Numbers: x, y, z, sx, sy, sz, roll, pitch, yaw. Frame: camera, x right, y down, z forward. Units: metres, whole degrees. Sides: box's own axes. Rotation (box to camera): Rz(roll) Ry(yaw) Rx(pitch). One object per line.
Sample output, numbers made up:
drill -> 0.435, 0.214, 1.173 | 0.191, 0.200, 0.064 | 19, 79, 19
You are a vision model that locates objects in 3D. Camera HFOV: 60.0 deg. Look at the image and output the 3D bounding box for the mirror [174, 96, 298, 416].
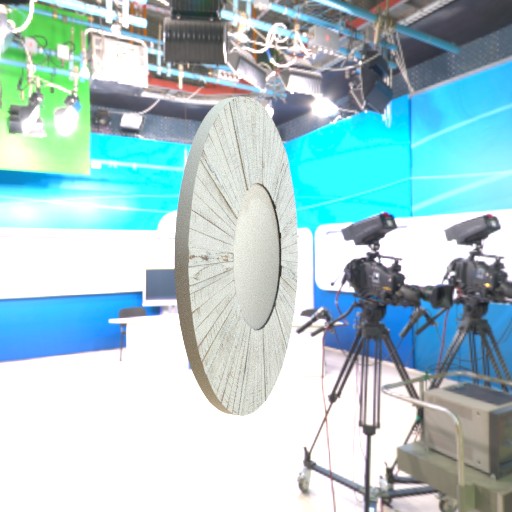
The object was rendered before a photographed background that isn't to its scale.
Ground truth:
mirror -> 0.000, 0.000, 1.343 | 0.038, 0.914, 0.914 | 0, 1, 20
